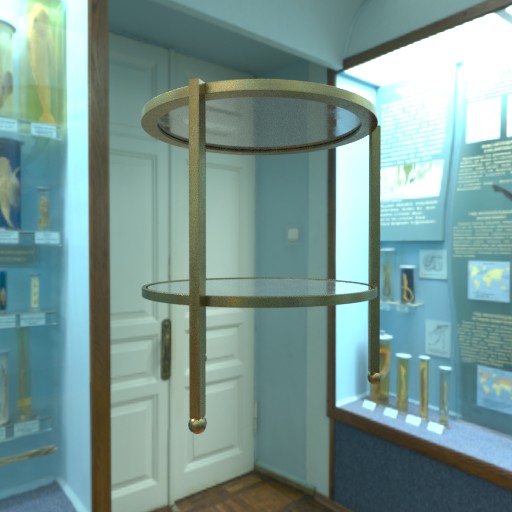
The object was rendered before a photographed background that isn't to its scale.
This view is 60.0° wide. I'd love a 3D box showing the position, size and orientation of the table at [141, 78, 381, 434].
[{"bbox_3d":[0.000,0.000,0.454,0.231,0.269,0.243,-1,1,-36],"label":"table"}]
